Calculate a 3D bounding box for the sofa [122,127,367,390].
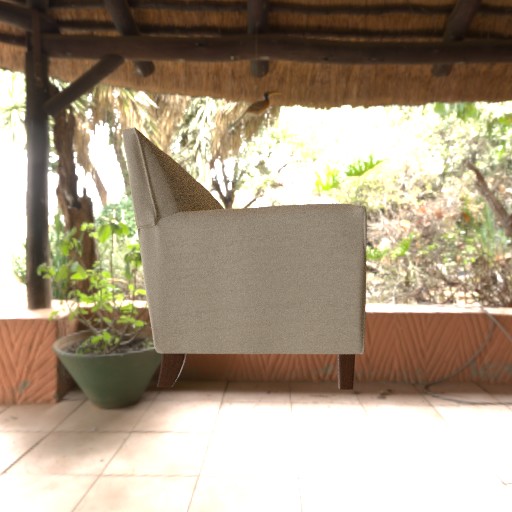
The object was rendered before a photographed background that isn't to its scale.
[{"bbox_3d":[0.000,0.000,2.458,0.841,0.907,2.001,0,1,2],"label":"sofa"}]
